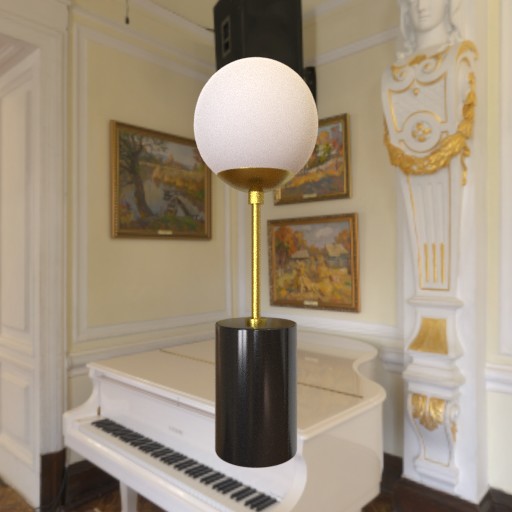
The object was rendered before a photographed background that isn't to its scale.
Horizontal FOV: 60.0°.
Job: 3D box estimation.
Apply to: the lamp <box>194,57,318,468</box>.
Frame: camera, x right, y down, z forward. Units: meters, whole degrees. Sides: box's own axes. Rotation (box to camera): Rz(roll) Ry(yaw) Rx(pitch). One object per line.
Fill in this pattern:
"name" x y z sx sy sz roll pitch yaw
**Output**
"lamp" 0.000 0.000 0.552 0.153 0.480 0.153 0 0 0
